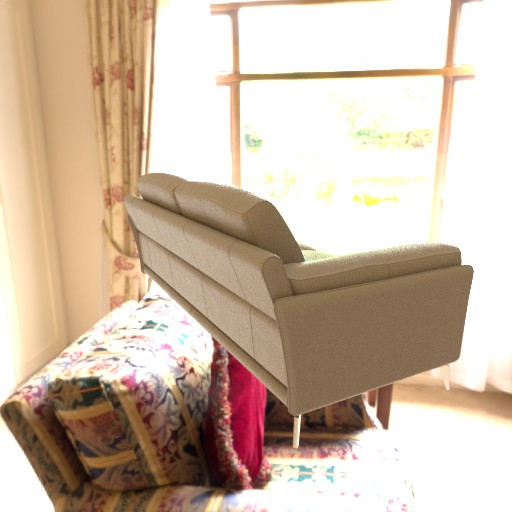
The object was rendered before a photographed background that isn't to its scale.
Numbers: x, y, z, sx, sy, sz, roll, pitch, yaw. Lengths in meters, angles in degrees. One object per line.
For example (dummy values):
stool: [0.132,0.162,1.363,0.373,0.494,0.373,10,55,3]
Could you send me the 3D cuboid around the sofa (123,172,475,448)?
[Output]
sofa: [0.000,0.000,2.581,1.049,0.930,2.101,-8,16,-28]
